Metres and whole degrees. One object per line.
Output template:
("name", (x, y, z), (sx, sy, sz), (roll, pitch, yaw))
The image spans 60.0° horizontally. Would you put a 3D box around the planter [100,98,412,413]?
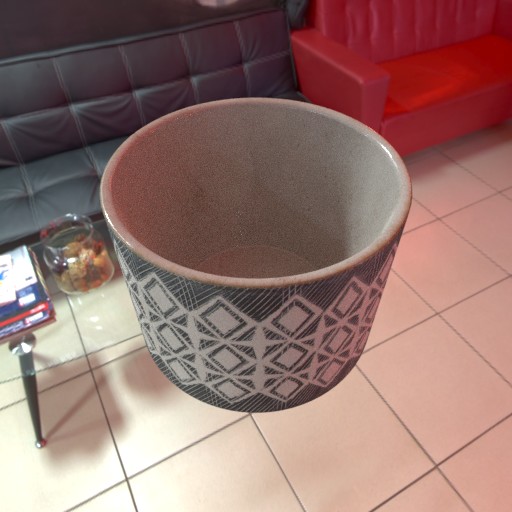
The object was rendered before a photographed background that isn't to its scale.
("planter", (0.000, 0.000, 0.222), (0.126, 0.104, 0.126), (0, 46, 0))
